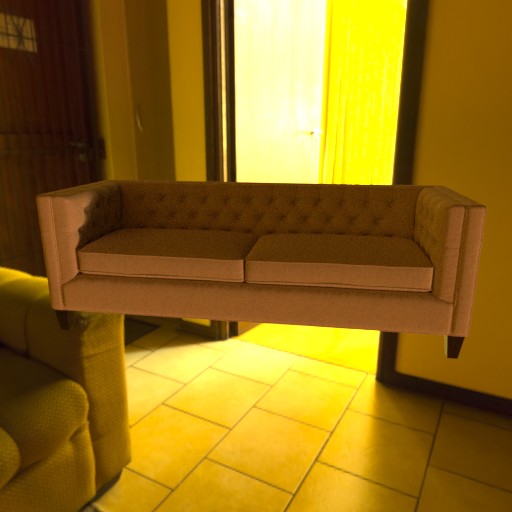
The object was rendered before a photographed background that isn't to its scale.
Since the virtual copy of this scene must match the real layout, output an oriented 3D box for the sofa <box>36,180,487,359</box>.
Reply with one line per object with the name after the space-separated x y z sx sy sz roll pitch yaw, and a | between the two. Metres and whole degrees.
0.000 0.000 2.552 2.159 0.762 0.775 2 16 9 | sofa
